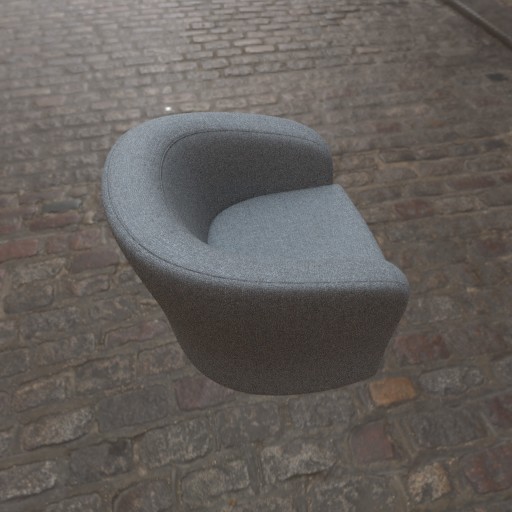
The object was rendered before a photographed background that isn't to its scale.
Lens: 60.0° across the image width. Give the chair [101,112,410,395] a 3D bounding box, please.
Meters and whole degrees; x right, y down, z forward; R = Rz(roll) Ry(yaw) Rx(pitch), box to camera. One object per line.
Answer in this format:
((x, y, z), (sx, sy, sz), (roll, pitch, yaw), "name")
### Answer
((0.000, 0.000, 1.459), (0.815, 0.771, 0.791), (-9, 48, -9), "chair")
